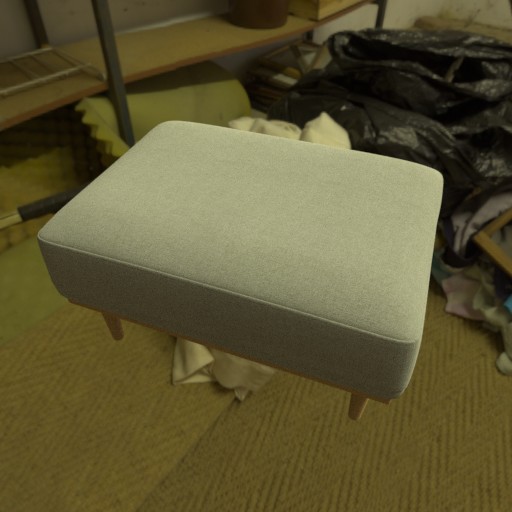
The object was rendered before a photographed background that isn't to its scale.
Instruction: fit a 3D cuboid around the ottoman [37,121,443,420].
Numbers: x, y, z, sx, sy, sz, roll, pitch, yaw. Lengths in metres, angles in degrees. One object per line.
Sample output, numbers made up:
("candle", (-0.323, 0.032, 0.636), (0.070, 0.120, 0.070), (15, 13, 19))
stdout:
("ottoman", (0.000, 0.000, 1.047), (0.749, 0.428, 0.549), (14, 45, 15))
